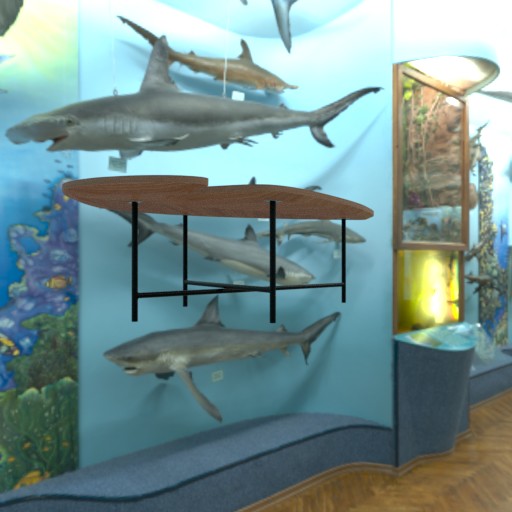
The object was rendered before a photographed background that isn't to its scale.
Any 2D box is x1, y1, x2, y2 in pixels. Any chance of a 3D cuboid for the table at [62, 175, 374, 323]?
[{"bbox_3d":[0.000,0.000,1.464,1.199,0.360,0.598,0,0,-37],"label":"table"}]
